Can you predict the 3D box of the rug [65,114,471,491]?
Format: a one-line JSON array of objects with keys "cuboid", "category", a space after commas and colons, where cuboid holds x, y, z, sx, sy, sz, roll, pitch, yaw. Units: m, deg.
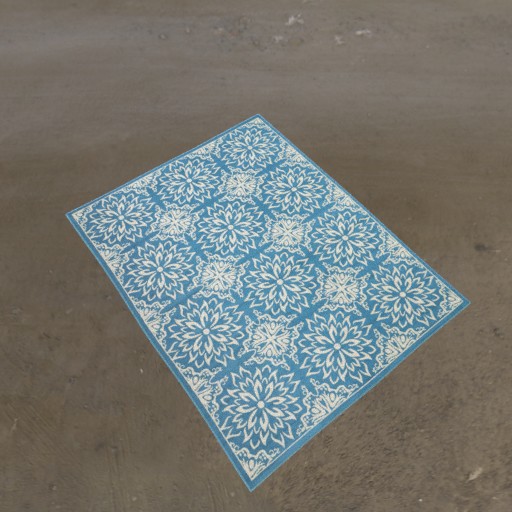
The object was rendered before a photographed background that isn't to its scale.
[{"cuboid": [0.000, 0.000, 4.016, 2.350, 0.018, 2.964, -33, 64, -18], "category": "rug"}]
